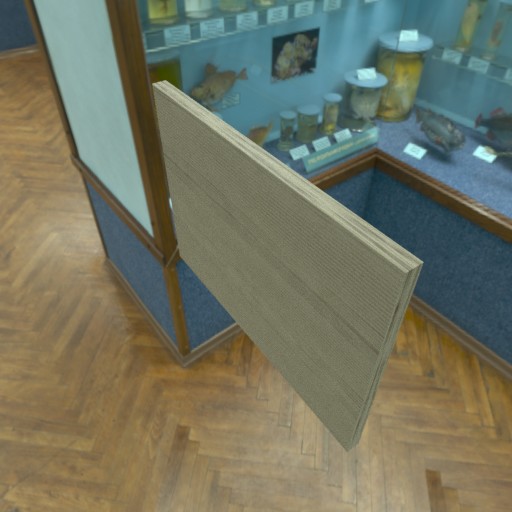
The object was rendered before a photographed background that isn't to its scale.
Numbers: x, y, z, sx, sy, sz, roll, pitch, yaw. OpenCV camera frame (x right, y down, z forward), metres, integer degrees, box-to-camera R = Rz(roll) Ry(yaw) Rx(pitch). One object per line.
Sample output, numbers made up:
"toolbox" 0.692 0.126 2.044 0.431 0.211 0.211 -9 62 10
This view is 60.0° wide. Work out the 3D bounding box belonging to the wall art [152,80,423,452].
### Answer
"wall art" 0.000 0.000 1.115 0.063 0.609 0.841 -26 49 -25
